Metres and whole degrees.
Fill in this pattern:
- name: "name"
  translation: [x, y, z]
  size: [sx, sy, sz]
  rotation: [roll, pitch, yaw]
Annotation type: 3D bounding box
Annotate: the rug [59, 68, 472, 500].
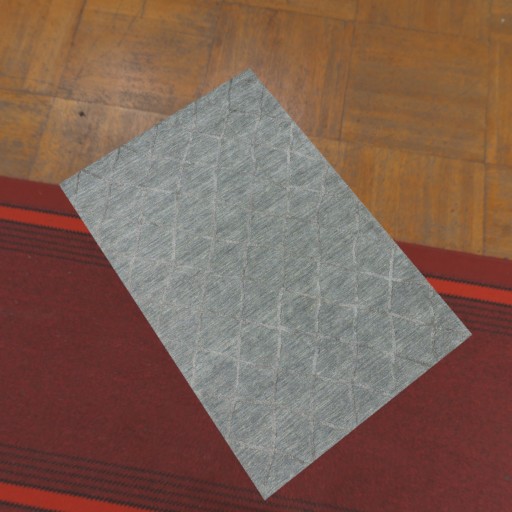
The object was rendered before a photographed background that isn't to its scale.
- name: "rug"
  translation: [0.000, 0.000, 2.760]
  size: [1.521, 0.006, 2.283]
  rotation: [-35, 78, -9]
